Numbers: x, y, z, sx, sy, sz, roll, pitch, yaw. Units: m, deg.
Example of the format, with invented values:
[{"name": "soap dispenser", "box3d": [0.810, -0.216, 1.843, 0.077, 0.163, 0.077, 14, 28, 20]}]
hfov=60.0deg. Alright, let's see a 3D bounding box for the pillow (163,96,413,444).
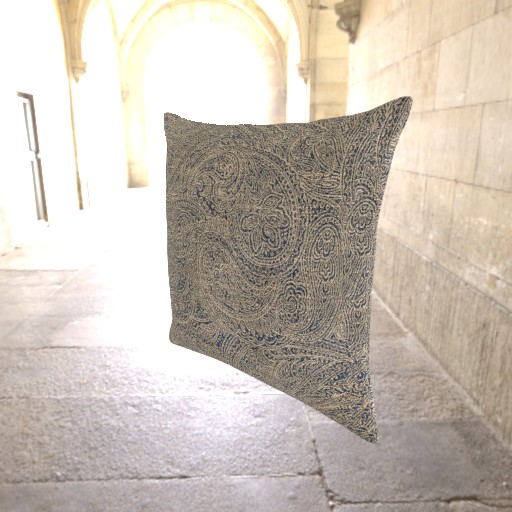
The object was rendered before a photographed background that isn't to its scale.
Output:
[{"name": "pillow", "box3d": [0.000, 0.000, 0.791, 0.523, 0.510, 0.166, 13, 20, 40]}]
